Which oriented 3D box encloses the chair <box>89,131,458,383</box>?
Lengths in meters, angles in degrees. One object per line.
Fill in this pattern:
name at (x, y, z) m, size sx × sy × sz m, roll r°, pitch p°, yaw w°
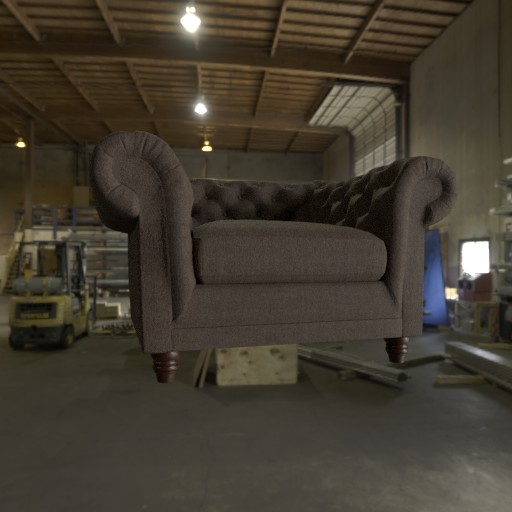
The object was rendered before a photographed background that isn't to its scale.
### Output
chair at (0.000, 0.000, 1.876) m, size 1.298 × 0.780 × 0.945 m, roll 0°, pitch -1°, yaw -18°
